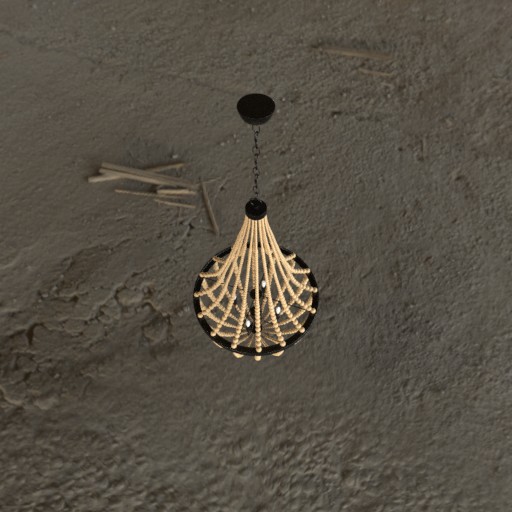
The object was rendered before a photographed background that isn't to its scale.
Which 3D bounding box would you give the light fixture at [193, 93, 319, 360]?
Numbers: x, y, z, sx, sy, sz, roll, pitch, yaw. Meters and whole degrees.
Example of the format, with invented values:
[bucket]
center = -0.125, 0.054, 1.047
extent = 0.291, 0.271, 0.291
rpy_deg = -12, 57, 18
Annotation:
[light fixture]
center = 0.000, 0.000, 1.375
extent = 0.450, 1.133, 0.450
rpy_deg = 0, 58, 0
